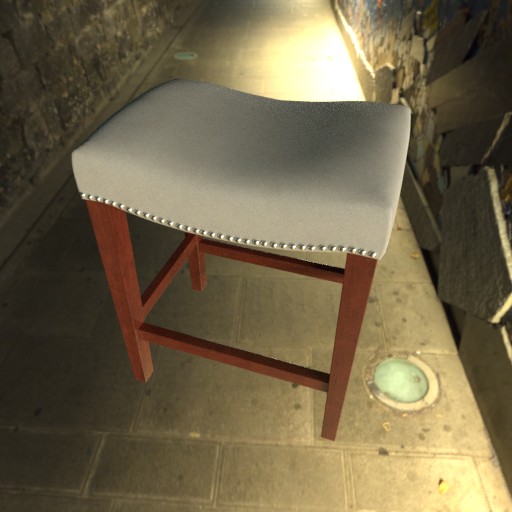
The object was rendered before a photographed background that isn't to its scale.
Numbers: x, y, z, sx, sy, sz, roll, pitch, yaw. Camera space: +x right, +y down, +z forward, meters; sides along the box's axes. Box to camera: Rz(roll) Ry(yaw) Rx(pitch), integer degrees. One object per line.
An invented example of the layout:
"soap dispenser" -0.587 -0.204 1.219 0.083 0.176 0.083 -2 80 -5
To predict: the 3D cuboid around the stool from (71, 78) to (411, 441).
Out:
"stool" 0.000 0.000 0.948 0.509 0.632 0.375 12 42 14
